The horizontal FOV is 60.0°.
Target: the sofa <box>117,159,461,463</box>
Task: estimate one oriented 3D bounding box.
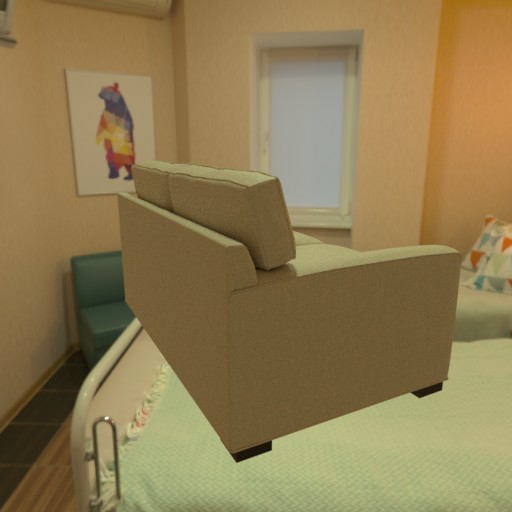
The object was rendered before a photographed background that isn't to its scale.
[{"bbox_3d":[0.000,0.000,2.052,0.942,0.853,1.484,-7,16,-27],"label":"sofa"}]
